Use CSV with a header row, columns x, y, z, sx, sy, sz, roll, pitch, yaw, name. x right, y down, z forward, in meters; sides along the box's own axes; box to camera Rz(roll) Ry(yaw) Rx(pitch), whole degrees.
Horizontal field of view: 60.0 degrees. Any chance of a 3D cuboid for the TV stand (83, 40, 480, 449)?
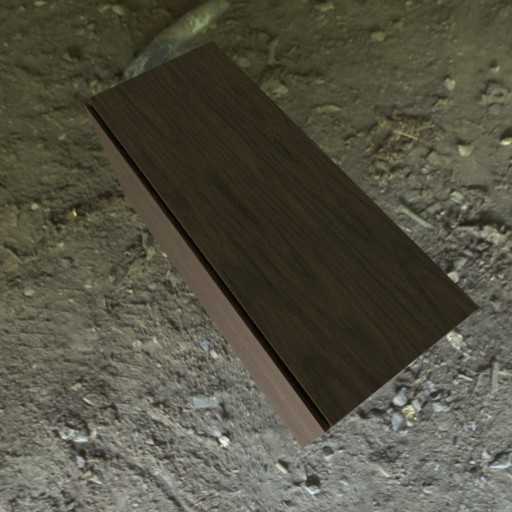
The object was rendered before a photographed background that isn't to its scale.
x,y,z,sx,sy,sz,roll,pitch,yaw,name
0.000,0.000,1.318,0.405,0.660,0.990,-33,68,-15,TV stand
